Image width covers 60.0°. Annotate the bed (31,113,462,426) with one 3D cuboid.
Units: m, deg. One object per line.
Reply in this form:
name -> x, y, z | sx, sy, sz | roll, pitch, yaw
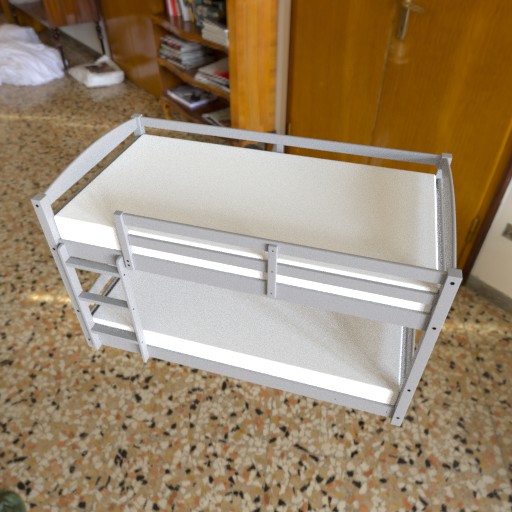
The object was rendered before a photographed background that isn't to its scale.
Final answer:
bed -> 0.000, 0.000, 2.714 | 2.013, 1.206, 1.105 | 11, 42, 12
